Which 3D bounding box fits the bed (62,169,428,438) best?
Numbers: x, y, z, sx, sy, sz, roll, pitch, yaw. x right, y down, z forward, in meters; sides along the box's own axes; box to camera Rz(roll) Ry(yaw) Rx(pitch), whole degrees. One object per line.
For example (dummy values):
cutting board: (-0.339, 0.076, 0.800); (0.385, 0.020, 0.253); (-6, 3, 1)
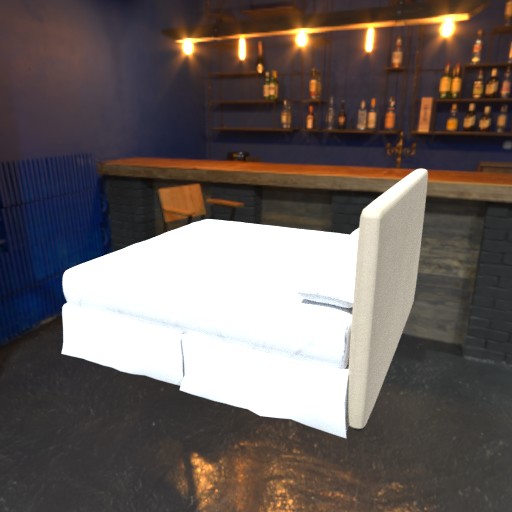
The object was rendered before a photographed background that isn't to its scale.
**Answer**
bed: (0.000, 0.000, 3.588); (2.319, 1.317, 2.119); (8, 19, 25)
